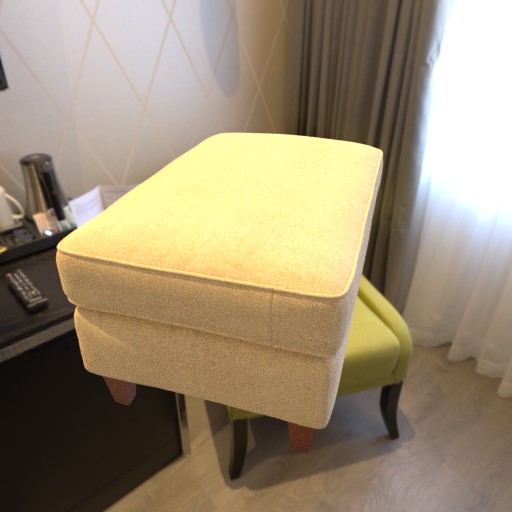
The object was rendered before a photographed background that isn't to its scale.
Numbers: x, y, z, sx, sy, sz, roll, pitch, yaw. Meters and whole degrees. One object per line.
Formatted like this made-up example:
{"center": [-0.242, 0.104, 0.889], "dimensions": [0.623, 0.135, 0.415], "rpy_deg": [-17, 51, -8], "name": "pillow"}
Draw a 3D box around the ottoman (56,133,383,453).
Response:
{"center": [0.000, 0.000, 1.217], "dimensions": [0.583, 0.484, 0.862], "rpy_deg": [9, 32, 15], "name": "ottoman"}
